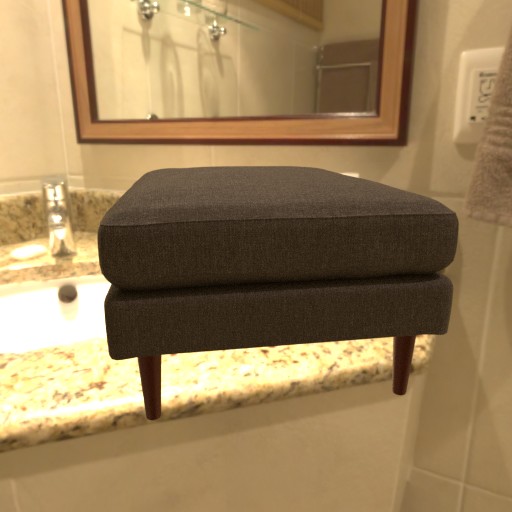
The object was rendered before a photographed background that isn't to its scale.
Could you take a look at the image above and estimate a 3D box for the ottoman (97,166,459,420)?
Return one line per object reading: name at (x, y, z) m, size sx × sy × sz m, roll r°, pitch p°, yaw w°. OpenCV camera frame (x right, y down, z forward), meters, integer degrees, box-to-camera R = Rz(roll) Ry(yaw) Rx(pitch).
ottoman at (0.000, 0.000, 1.231) m, size 0.693 × 0.474 × 0.821 m, roll -3°, pitch 16°, yaw -9°
